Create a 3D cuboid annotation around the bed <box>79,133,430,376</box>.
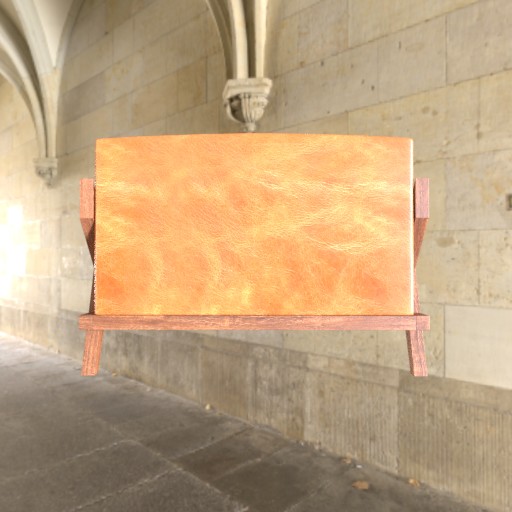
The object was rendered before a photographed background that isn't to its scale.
[{"bbox_3d":[0.000,0.000,3.245,1.651,1.168,2.311,0,-1,1],"label":"bed"}]
